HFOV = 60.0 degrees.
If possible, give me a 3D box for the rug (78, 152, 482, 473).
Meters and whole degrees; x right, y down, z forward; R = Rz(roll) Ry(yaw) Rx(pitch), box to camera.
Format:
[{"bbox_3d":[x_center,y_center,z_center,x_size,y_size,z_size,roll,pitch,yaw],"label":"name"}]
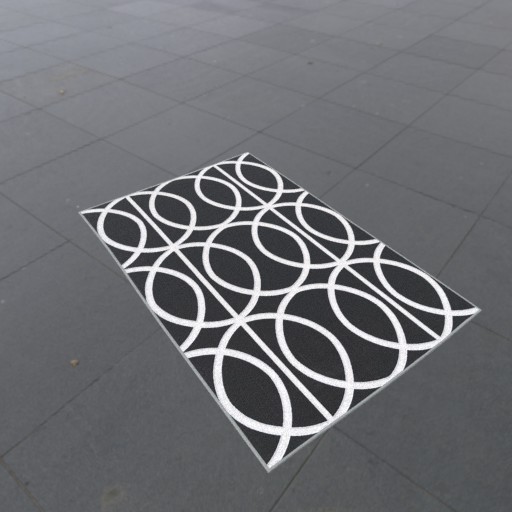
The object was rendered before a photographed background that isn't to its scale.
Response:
[{"bbox_3d":[0.000,0.000,2.860,1.526,0.014,2.290,-26,48,-26],"label":"rug"}]
